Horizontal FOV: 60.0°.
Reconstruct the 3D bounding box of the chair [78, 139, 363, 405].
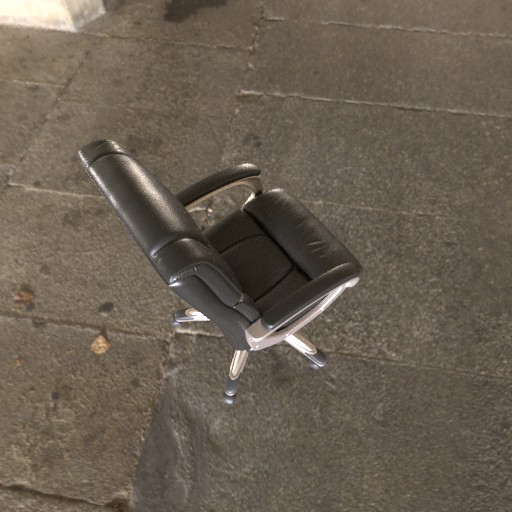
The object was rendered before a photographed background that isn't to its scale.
[{"bbox_3d":[0.000,0.000,1.573,0.780,1.145,0.700,-31,63,-18],"label":"chair"}]
